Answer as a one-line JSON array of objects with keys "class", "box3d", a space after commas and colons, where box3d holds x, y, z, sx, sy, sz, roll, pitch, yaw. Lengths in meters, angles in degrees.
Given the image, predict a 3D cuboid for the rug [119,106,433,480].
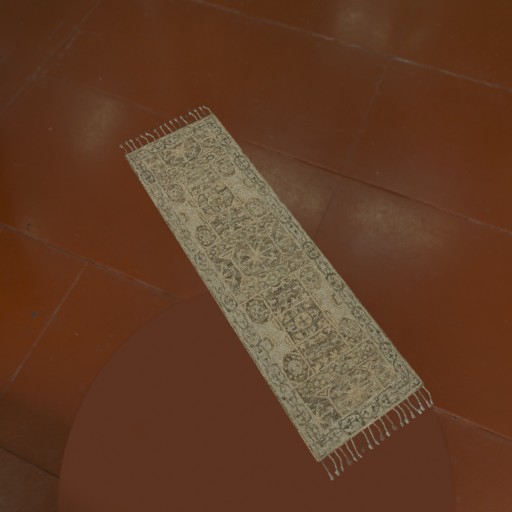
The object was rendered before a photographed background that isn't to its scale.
[{"class": "rug", "box3d": [0.000, 0.000, 2.922, 0.762, 0.011, 2.664, -30, 68, -13]}]
